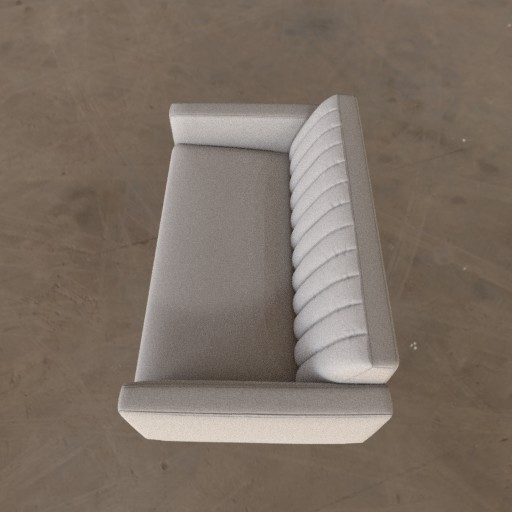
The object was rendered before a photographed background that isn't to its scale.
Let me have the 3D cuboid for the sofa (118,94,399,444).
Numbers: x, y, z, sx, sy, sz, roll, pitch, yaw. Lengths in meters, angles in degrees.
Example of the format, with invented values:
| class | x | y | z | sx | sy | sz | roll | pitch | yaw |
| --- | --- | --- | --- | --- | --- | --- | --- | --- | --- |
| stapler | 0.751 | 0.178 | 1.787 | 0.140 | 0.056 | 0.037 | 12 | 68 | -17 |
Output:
| class | x | y | z | sx | sy | sz | roll | pitch | yaw |
| --- | --- | --- | --- | --- | --- | --- | --- | --- | --- |
| sofa | 0.000 | 0.000 | 2.090 | 0.950 | 0.801 | 1.585 | 1 | 58 | 0 |
